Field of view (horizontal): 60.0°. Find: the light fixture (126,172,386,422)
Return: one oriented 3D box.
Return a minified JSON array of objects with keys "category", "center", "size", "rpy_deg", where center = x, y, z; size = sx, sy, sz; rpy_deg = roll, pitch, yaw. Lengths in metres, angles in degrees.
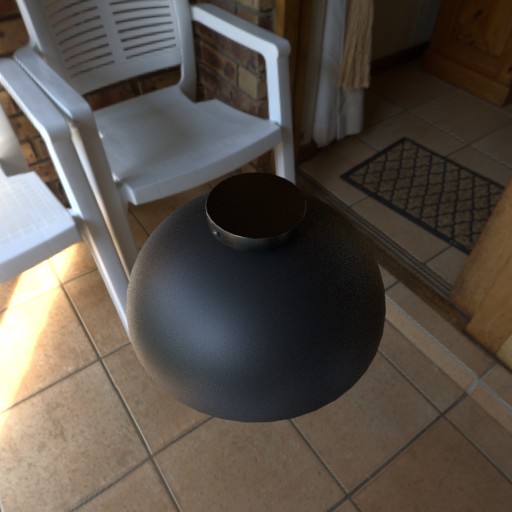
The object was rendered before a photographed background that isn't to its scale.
[{"category":"light fixture","center":[0.000,0.000,0.560],"size":[0.355,0.177,0.355],"rpy_deg":[0,48,0]}]
